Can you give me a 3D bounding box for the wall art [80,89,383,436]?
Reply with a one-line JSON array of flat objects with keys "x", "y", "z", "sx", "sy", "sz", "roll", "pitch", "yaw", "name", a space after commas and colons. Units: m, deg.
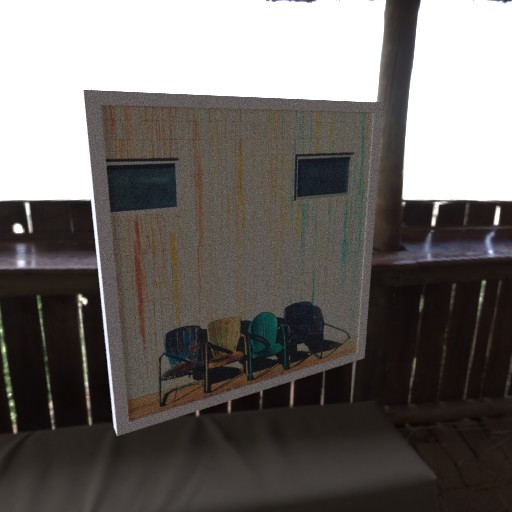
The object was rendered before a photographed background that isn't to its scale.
[{"x": 0.000, "y": 0.000, "z": 1.125, "sx": 0.760, "sy": 0.760, "sz": 0.036, "roll": -9, "pitch": 18, "yaw": -28, "name": "wall art"}]
